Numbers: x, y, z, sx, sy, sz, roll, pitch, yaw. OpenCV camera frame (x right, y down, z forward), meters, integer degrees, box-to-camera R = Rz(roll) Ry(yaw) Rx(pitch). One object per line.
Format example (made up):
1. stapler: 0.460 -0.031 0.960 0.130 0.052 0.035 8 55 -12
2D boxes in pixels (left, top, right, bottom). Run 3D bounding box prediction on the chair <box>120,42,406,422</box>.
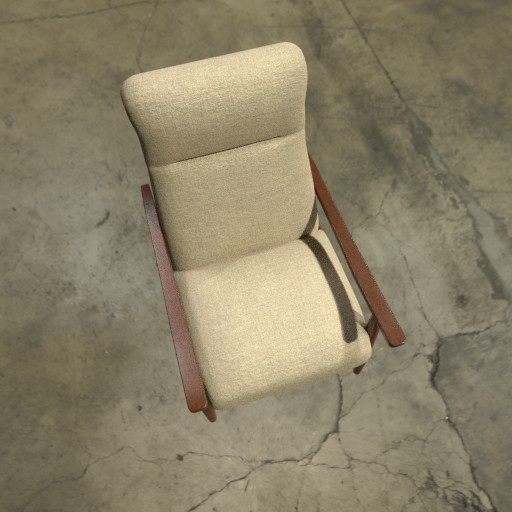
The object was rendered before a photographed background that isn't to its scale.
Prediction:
1. chair: 0.000 0.000 1.741 0.762 1.082 1.014 -16 65 -8
